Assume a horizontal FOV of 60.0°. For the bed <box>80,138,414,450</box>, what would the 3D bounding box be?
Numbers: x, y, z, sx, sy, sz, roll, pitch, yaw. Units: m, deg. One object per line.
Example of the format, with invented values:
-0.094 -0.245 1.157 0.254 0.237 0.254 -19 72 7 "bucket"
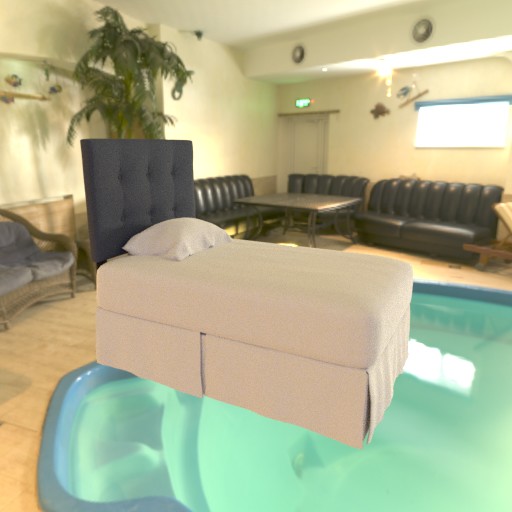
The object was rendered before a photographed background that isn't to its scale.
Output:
0.000 0.000 3.060 1.997 1.571 1.261 7 16 27 "bed"
